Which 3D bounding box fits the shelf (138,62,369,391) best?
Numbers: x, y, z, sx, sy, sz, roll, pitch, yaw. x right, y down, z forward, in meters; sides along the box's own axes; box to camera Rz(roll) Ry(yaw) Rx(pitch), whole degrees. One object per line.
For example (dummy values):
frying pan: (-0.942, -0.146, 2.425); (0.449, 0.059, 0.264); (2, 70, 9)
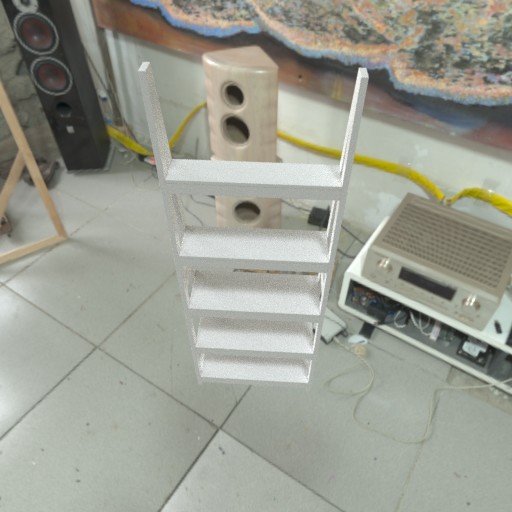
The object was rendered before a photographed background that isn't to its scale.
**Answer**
shelf: (0.000, 0.000, 1.965); (0.636, 1.779, 0.341); (3, 46, 3)
